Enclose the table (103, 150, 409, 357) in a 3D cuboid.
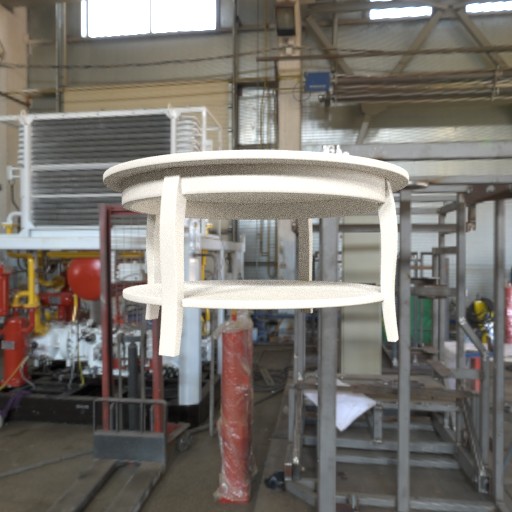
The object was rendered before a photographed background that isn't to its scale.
[{"bbox_3d":[0.000,0.000,1.397,0.910,0.457,0.910,0,0,0],"label":"table"}]
